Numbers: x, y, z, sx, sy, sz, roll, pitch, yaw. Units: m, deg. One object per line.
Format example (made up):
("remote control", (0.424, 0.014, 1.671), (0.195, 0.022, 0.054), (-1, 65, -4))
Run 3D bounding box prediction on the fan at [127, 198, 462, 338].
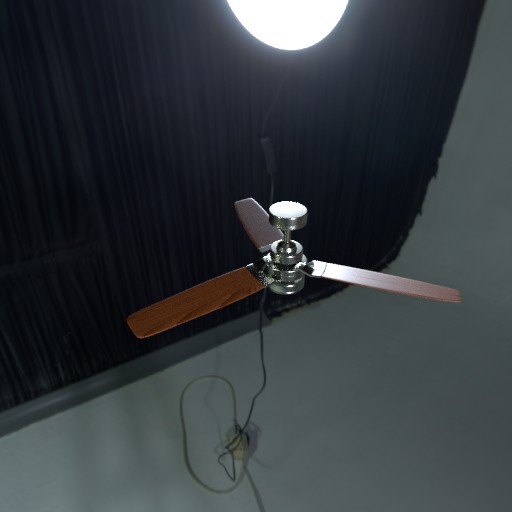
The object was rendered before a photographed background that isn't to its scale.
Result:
("fan", (0.000, 0.000, 2.041), (1.271, 0.410, 1.416), (-21, 37, -30))
